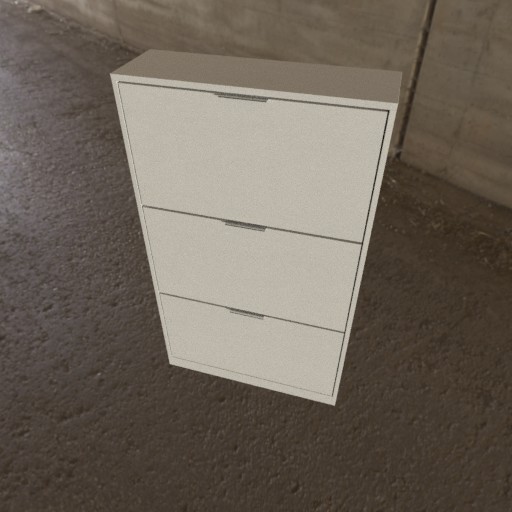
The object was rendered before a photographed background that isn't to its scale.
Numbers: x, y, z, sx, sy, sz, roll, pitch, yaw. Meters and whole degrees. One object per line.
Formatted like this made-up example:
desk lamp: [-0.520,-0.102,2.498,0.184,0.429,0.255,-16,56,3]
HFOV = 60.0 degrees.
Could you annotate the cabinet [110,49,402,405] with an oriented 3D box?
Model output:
cabinet: [0.000,0.000,1.600,0.750,1.280,0.250,11,41,12]
